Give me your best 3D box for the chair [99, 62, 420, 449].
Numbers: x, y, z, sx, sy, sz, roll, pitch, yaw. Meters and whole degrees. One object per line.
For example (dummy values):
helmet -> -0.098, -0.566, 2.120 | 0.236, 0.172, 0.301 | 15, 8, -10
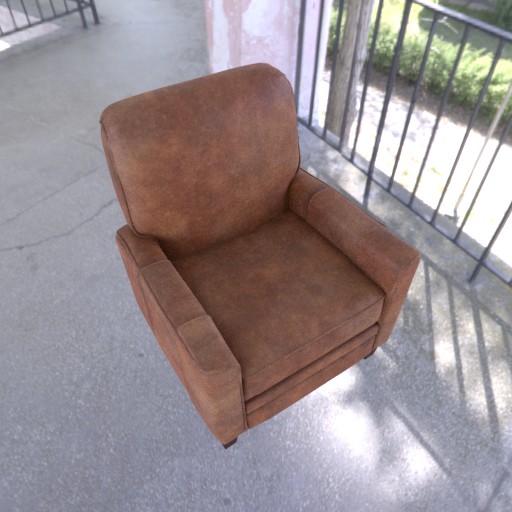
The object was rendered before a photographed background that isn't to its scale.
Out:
chair -> 0.000, 0.000, 1.639 | 0.843, 1.043, 0.836 | -25, 52, -22
